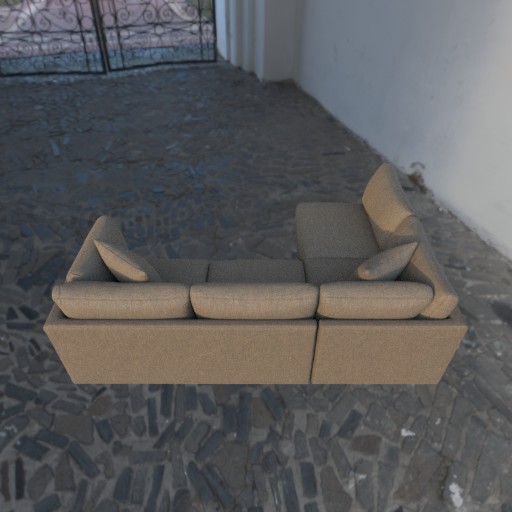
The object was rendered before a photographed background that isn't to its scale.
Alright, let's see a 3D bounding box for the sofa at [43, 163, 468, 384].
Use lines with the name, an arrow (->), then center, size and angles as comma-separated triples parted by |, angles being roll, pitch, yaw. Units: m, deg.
sofa -> 0.000, 0.000, 3.885 | 2.896, 0.978, 1.994 | 0, 40, 0
